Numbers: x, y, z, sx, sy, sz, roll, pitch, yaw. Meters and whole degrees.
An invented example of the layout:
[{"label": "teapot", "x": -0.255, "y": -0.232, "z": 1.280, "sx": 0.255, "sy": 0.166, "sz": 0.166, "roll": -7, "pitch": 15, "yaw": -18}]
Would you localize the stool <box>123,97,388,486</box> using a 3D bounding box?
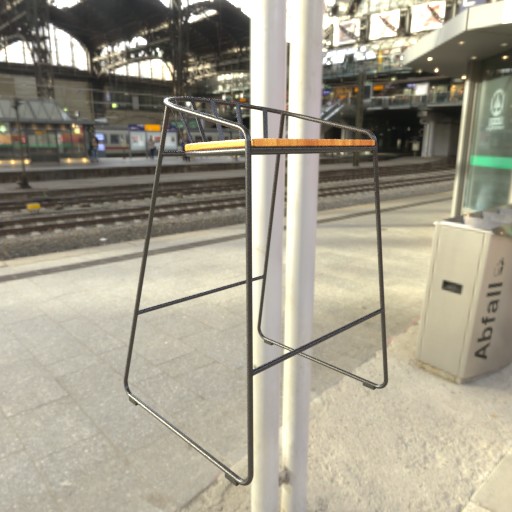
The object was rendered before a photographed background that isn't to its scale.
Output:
[{"label": "stool", "x": 0.000, "y": 0.000, "z": 1.159, "sx": 0.546, "sy": 0.812, "sz": 0.521, "roll": -13, "pitch": 19, "yaw": -43}]
